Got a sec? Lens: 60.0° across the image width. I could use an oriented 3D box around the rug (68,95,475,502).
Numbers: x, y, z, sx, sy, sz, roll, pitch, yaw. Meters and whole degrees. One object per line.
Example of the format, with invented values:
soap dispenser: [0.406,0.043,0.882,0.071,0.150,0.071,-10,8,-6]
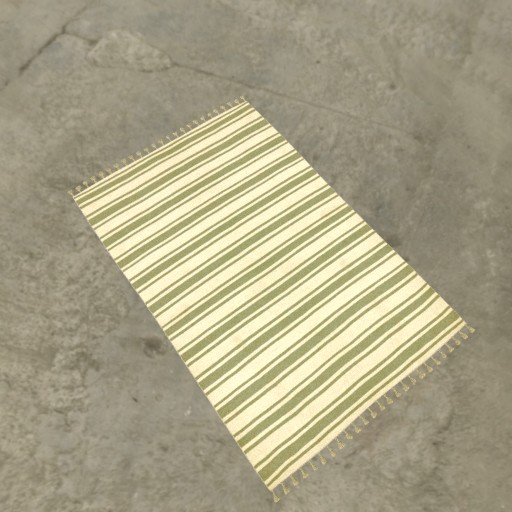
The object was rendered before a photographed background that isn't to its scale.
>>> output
rug: [0.000,0.000,2.920,1.540,0.018,2.435,-34,69,-15]
